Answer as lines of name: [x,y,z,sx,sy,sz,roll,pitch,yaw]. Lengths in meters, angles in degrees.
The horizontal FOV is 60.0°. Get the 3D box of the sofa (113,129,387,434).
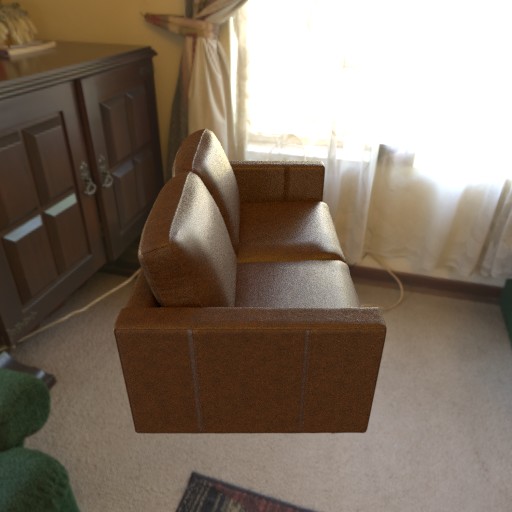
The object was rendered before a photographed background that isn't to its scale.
sofa: [0.000,0.000,2.178,0.909,0.951,1.578,0,31,0]
